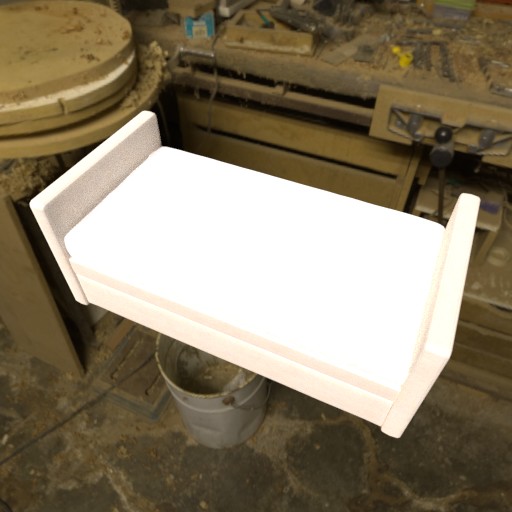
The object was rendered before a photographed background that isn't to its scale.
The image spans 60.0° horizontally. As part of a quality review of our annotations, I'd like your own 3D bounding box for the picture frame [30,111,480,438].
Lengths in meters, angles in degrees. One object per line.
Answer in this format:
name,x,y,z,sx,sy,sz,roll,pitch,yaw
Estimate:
picture frame,0.000,0.000,2.667,2.161,0.891,1.069,19,50,17
